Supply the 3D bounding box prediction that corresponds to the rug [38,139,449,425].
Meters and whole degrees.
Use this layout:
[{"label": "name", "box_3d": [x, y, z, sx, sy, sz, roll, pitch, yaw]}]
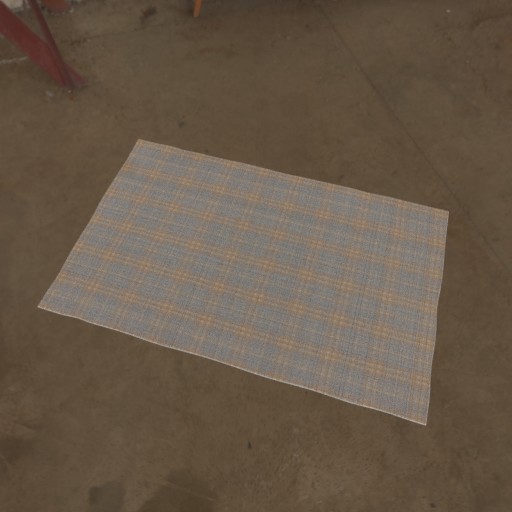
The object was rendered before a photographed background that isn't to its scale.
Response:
[{"label": "rug", "box_3d": [0.000, 0.000, 3.022, 2.460, 0.016, 1.545, 15, 61, 8]}]
